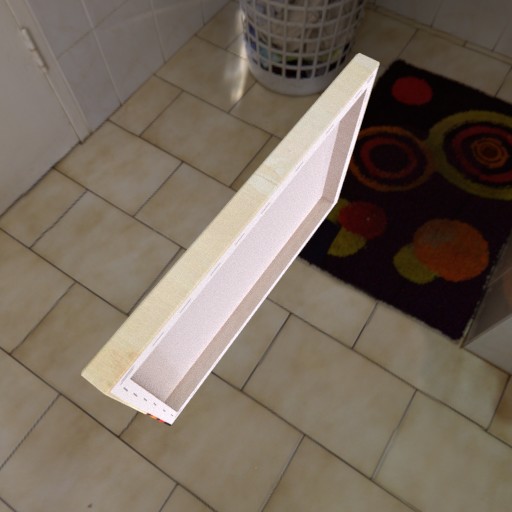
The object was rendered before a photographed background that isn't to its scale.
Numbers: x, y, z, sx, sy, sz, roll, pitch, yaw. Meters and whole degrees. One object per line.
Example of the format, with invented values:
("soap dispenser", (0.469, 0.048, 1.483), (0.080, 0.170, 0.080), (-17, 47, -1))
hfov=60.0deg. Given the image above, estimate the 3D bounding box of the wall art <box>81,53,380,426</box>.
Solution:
("wall art", (0.000, 0.000, 0.769), (0.040, 0.402, 0.613), (33, 69, 14))
